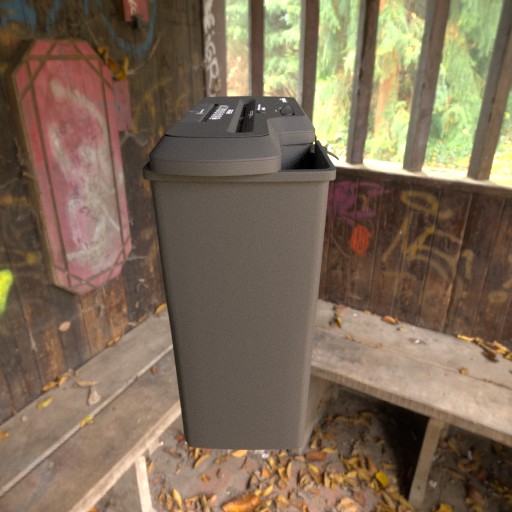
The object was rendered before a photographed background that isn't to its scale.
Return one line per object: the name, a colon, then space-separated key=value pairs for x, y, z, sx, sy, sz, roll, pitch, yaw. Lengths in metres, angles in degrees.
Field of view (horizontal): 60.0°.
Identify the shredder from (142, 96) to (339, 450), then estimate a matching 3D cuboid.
shredder: x=0.000 y=0.000 z=0.519 sx=0.170 sy=0.335 sz=0.320 roll=0 pitch=25 yaw=1
